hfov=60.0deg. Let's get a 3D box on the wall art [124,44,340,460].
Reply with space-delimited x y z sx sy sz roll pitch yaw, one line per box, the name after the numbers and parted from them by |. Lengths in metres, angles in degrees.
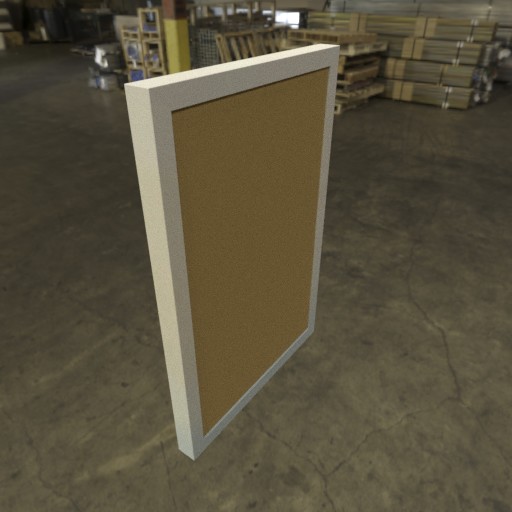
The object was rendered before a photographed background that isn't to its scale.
0.000 0.000 0.748 0.038 0.611 0.408 21 38 30 | wall art
